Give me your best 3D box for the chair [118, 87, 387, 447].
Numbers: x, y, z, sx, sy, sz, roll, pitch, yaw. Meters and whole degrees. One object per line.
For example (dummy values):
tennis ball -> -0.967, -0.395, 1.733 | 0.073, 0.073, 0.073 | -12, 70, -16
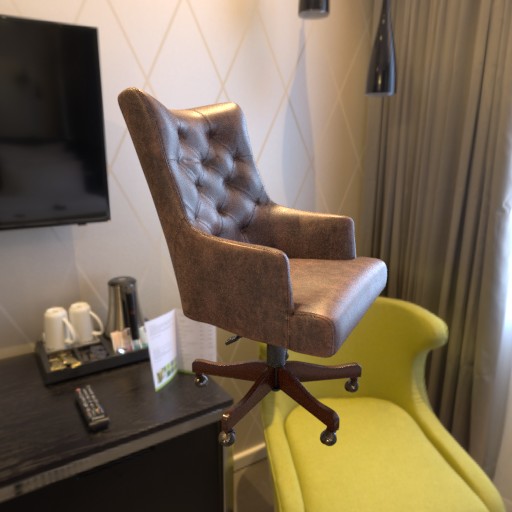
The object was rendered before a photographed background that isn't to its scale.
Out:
chair -> 0.000, 0.000, 1.484 | 0.762, 1.035, 0.641 | 7, 16, 26
